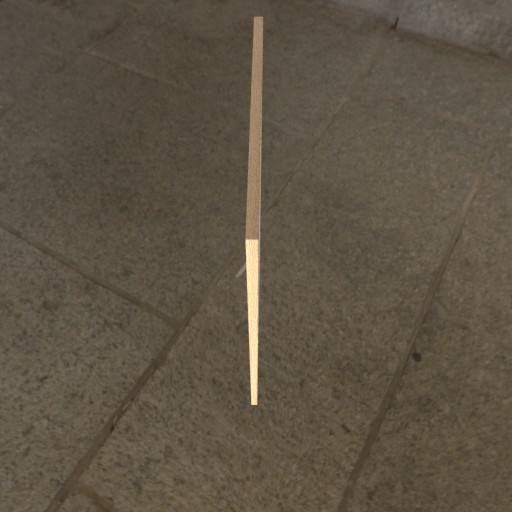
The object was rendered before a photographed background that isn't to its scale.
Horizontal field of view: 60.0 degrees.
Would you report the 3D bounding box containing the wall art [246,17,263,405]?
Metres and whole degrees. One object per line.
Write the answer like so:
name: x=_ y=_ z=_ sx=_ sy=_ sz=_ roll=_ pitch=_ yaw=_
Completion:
wall art: x=0.000 y=0.000 z=0.823 sx=0.013 sy=0.683 sz=0.381 roll=1 pitch=59 yaw=1
